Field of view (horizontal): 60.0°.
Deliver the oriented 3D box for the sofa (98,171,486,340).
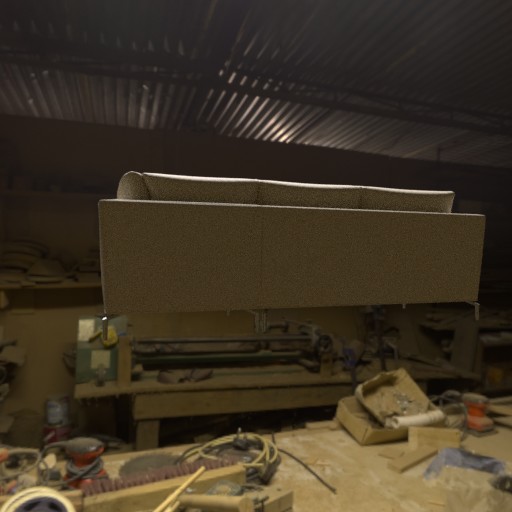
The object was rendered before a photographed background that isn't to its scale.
[{"bbox_3d":[0.000,0.000,3.676,2.430,0.867,2.448,0,-1,-19],"label":"sofa"}]
